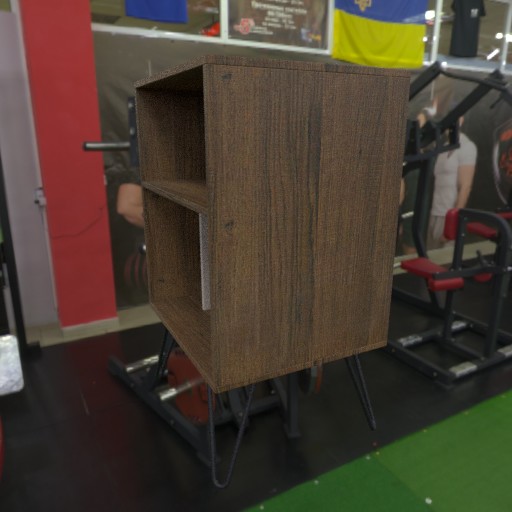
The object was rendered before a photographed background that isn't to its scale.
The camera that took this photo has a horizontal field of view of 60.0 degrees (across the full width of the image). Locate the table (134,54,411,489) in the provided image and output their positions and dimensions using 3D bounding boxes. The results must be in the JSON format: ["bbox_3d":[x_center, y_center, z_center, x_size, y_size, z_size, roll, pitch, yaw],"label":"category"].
[{"bbox_3d":[0.000,0.000,1.150,0.457,0.866,0.526,-8,18,-26],"label":"table"}]
